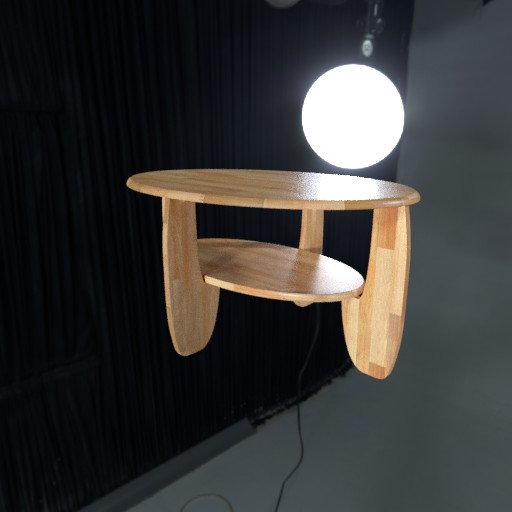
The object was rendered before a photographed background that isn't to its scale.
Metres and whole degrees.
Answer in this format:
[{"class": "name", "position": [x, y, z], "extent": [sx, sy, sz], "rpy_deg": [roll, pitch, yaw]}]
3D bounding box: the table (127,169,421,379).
[{"class": "table", "position": [0.000, 0.000, 1.445], "extent": [0.690, 0.490, 1.040], "rpy_deg": [-15, 22, -43]}]
